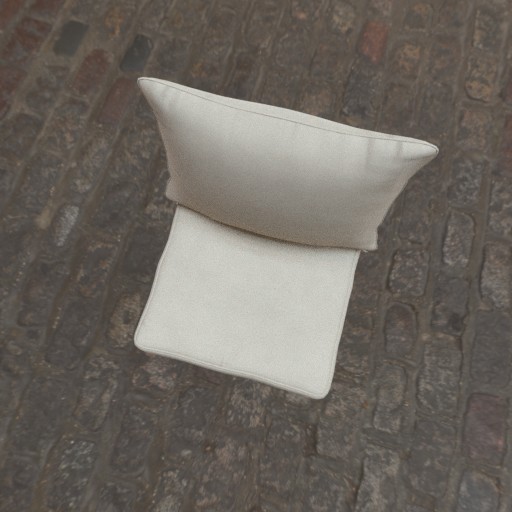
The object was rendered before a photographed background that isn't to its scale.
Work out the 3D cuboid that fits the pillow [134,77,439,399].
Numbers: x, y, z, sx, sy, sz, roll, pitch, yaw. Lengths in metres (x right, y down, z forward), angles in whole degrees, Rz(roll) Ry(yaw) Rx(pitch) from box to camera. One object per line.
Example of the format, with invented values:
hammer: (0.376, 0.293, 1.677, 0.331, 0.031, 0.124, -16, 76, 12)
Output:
pillow: (0.000, 0.000, 1.353, 0.798, 0.716, 0.733, 15, 76, 4)
